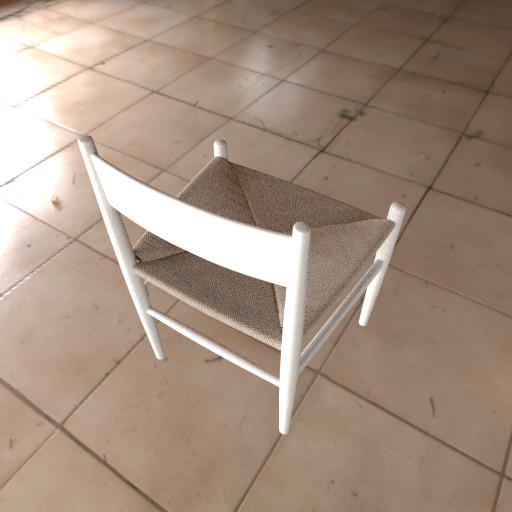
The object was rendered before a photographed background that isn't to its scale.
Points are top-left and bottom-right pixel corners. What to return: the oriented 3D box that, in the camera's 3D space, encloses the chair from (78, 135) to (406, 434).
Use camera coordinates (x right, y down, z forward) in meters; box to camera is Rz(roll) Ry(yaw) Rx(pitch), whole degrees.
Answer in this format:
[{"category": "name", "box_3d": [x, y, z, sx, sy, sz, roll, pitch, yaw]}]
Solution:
[{"category": "chair", "box_3d": [0.000, 0.000, 1.097, 0.556, 0.762, 0.495, 24, 52, 21]}]
